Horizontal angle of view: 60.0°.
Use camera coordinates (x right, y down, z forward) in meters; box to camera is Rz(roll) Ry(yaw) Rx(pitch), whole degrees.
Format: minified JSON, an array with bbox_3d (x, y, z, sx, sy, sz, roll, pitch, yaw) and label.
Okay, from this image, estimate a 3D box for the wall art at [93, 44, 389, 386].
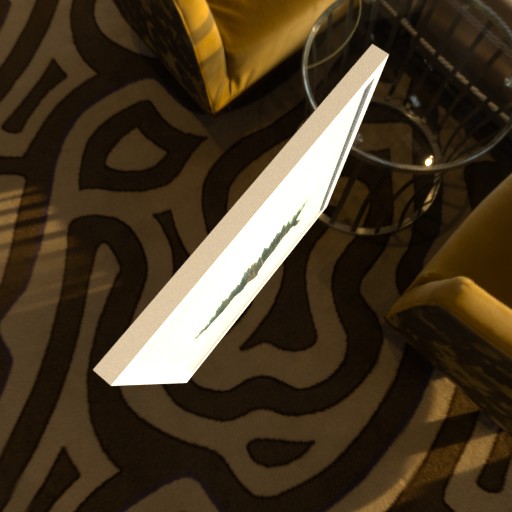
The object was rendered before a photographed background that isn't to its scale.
[{"bbox_3d":[0.000,0.000,1.124,0.038,0.762,0.762,37,78,10],"label":"wall art"}]
